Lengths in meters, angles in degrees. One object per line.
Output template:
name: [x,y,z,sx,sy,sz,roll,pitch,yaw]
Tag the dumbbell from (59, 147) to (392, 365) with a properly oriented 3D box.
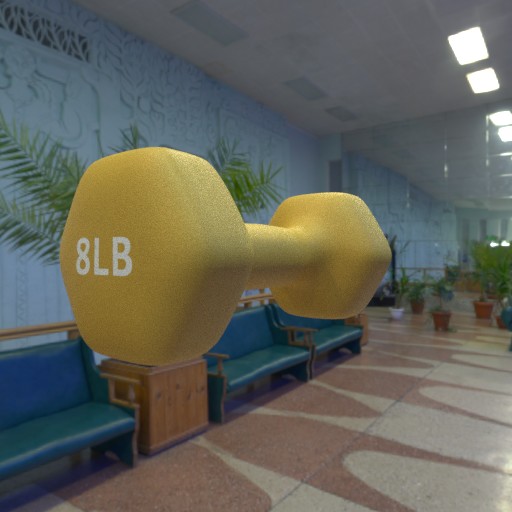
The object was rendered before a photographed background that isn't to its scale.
dumbbell: [0.000,0.000,0.237,0.090,0.082,0.190,0,0,37]
